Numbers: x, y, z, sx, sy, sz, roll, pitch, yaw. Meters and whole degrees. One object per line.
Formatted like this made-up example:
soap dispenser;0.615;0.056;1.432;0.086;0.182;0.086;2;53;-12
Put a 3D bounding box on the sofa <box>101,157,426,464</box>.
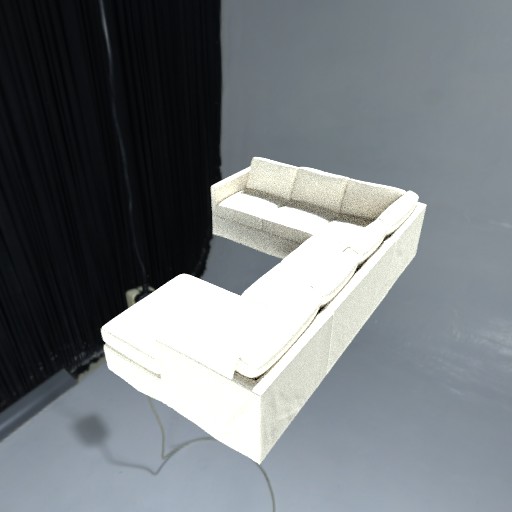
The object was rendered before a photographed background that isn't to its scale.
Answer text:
sofa;0.000;0.000;4.629;2.427;0.882;3.460;20;36;29
